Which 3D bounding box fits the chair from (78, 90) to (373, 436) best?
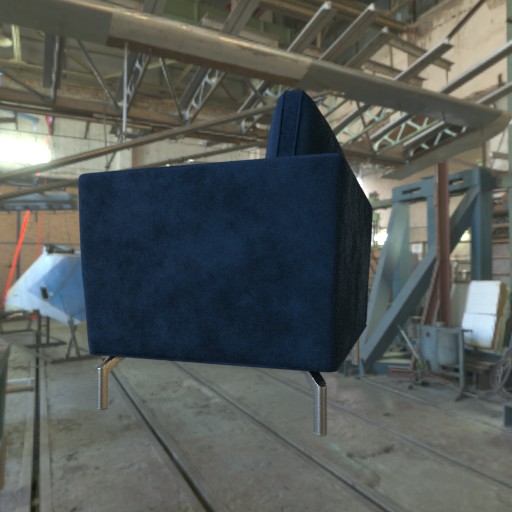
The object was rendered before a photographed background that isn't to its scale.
[{"bbox_3d":[0.000,0.000,1.569,0.746,0.893,0.977,0,-2,19],"label":"chair"}]
